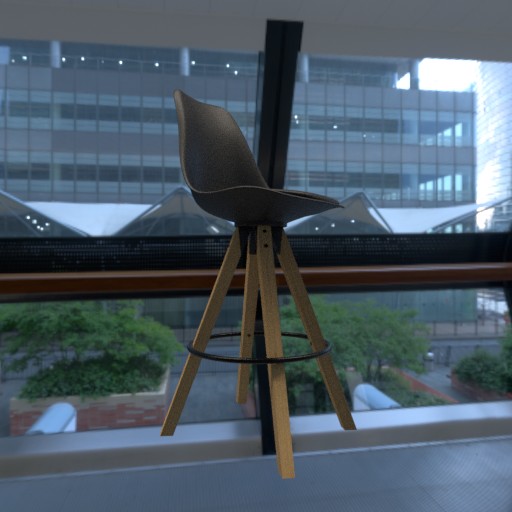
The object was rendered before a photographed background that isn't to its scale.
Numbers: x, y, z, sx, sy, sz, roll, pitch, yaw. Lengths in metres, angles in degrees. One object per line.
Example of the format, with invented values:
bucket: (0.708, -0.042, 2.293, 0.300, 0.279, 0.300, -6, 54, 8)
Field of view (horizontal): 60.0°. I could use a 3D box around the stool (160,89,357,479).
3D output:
stool: (0.000, 0.000, 1.418, 0.550, 1.115, 0.485, 0, 0, 36)
